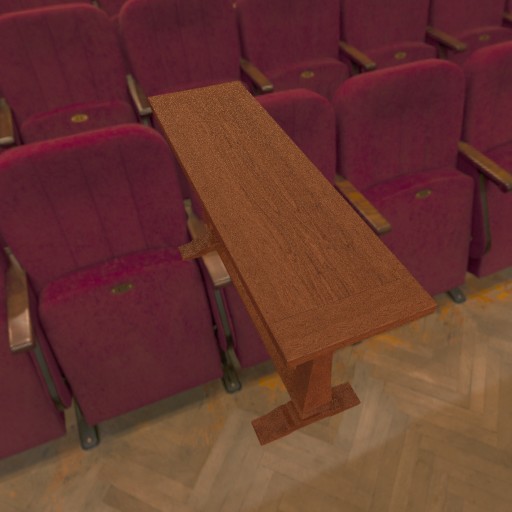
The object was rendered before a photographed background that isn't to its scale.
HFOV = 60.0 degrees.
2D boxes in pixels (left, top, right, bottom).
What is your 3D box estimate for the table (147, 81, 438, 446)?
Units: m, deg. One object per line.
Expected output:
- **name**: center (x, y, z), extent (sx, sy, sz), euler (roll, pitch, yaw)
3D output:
- **table**: center (0.000, 0.000, 1.910), extent (0.461, 0.852, 1.478), euler (-17, 48, -16)
